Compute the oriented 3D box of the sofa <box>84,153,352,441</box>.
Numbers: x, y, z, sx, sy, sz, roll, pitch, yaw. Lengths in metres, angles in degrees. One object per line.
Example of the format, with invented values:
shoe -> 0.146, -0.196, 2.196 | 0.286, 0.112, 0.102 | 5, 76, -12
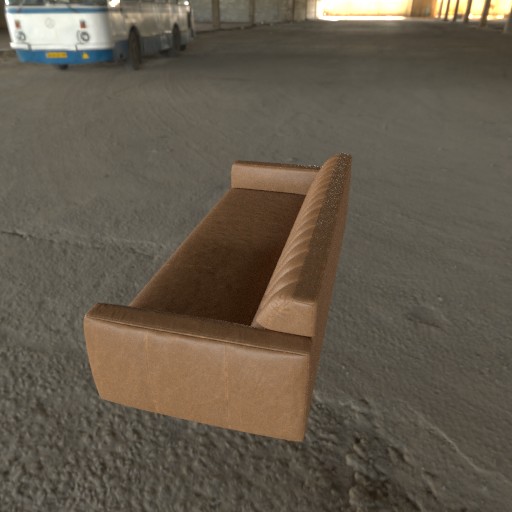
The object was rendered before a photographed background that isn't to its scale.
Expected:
sofa -> 0.000, 0.000, 2.786 | 0.990, 0.821, 2.291 | 7, 30, 13
